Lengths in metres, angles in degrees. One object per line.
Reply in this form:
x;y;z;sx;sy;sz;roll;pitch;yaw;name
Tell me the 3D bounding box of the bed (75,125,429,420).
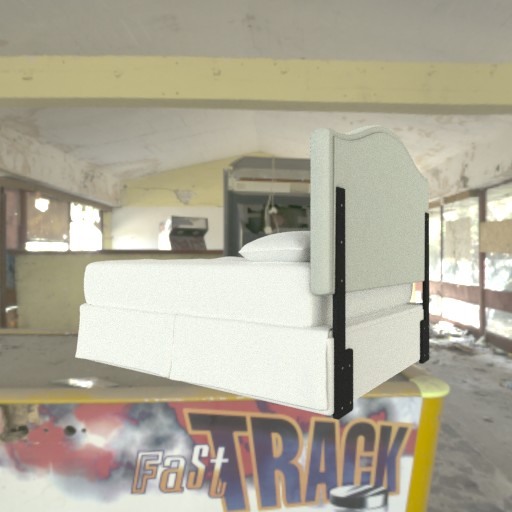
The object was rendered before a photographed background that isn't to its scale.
0.000;0.000;3.452;2.180;1.607;1.813;0;0;36;bed
